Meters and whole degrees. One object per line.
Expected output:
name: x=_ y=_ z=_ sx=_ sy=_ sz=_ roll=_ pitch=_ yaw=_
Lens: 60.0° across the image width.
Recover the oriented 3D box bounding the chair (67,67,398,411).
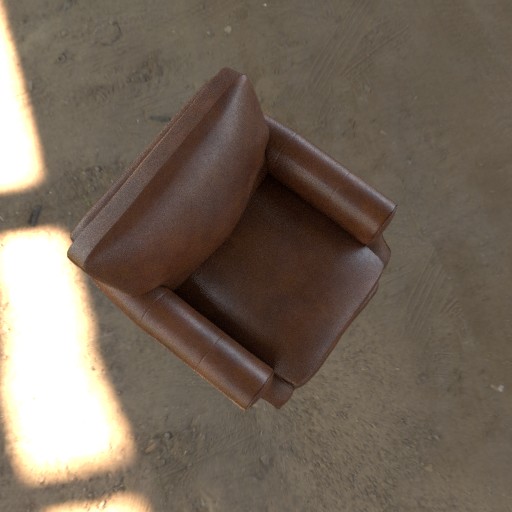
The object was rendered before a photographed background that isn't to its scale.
chair: x=0.000 y=0.000 z=1.785 sx=0.992 sy=0.972 sz=0.989 roll=37 pitch=79 yaw=8
